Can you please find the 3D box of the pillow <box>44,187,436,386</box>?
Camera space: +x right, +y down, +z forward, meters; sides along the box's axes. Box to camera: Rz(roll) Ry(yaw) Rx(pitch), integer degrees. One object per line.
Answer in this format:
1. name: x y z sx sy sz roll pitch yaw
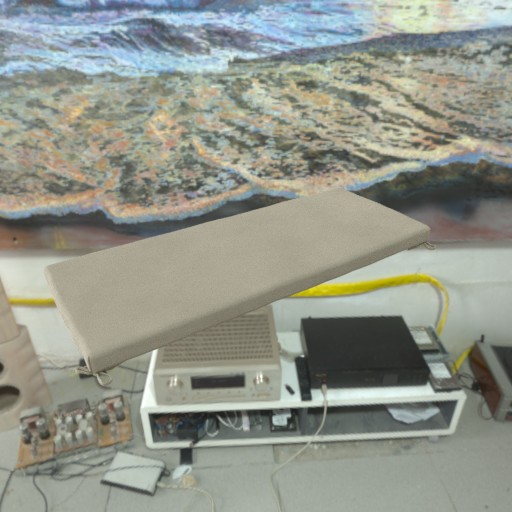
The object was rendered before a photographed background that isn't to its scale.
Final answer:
1. pillow: 0.000 0.000 1.377 1.187 0.081 0.492 -18 34 -29
